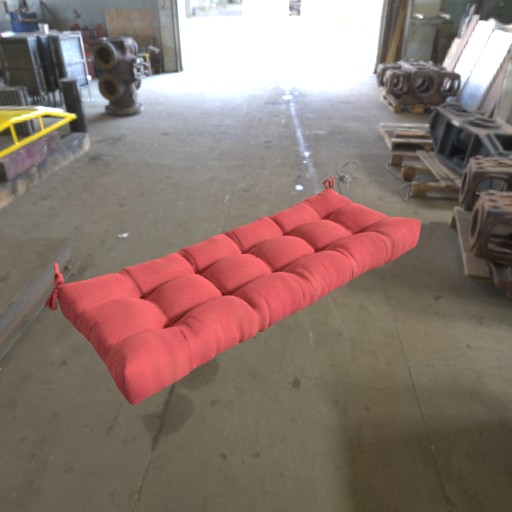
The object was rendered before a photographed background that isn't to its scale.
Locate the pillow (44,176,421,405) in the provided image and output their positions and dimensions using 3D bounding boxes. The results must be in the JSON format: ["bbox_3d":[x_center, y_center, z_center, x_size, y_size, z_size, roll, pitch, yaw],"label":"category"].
[{"bbox_3d":[0.000,0.000,1.410,1.194,0.174,0.511,-23,38,-34],"label":"pillow"}]
